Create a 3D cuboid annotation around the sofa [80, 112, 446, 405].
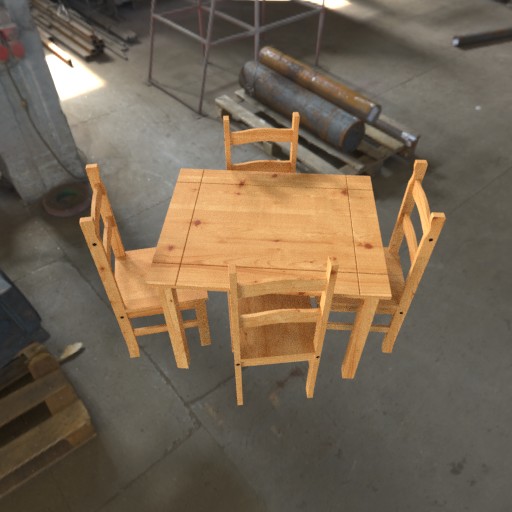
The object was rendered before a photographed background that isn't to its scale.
[{"bbox_3d":[0.000,0.000,2.268,1.529,1.000,1.144,3,47,3],"label":"sofa"}]
